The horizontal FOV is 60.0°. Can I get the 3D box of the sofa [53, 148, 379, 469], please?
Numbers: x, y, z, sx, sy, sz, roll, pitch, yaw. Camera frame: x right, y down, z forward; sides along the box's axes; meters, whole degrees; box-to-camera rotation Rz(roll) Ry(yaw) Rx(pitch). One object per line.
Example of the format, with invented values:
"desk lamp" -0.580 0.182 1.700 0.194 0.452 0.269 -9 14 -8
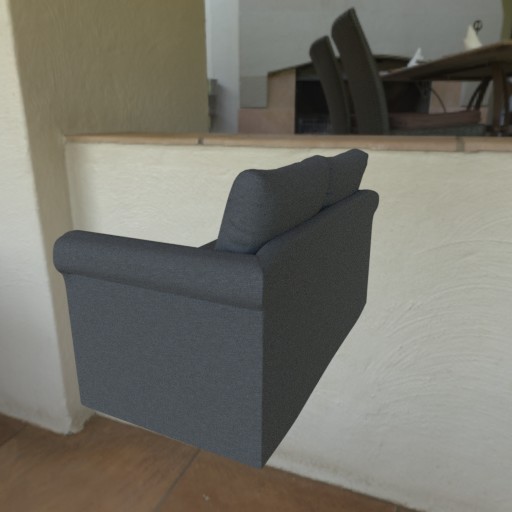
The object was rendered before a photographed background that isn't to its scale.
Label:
"sofa" 0.000 0.000 1.914 0.741 0.872 1.460 8 19 25
